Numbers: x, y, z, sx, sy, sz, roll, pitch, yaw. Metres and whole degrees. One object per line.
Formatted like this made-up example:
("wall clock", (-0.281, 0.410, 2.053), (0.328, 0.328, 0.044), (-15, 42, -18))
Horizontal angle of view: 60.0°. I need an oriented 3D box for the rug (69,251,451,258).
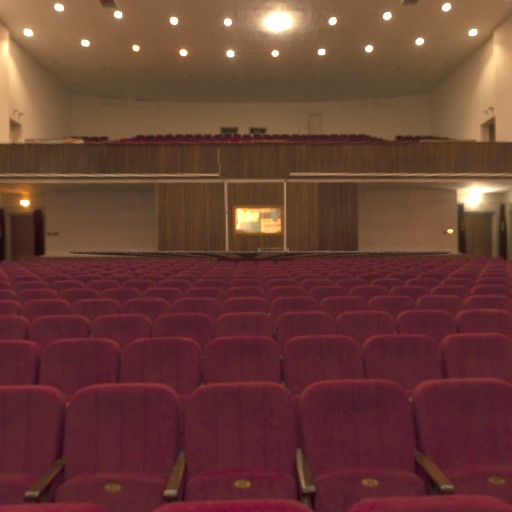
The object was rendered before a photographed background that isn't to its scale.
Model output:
("rug", (0.000, 0.000, 3.026), (1.554, 0.011, 2.476), (0, -1, -1))
